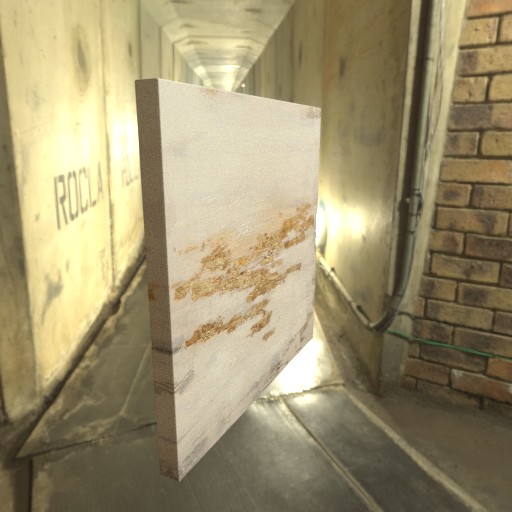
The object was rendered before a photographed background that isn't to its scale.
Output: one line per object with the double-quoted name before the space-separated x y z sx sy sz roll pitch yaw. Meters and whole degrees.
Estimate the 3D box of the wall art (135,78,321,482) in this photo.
"wall art" 0.000 0.000 0.910 0.040 0.613 0.611 8 16 27
